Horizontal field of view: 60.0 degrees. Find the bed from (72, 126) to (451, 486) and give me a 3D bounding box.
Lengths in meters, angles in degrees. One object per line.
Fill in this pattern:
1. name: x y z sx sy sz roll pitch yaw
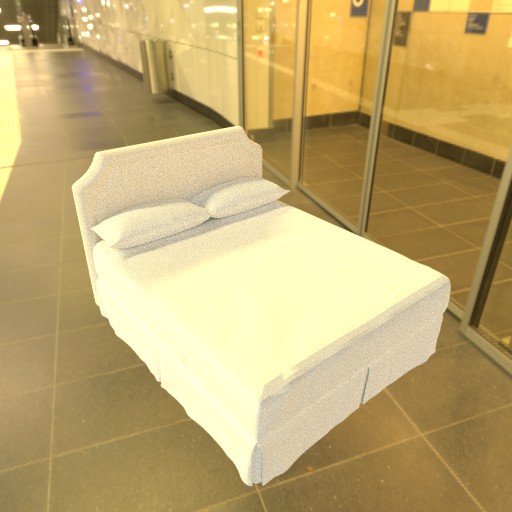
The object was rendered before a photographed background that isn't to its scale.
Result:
1. bed: 0.000 0.000 3.773 2.134 1.524 2.548 -22 36 -33
